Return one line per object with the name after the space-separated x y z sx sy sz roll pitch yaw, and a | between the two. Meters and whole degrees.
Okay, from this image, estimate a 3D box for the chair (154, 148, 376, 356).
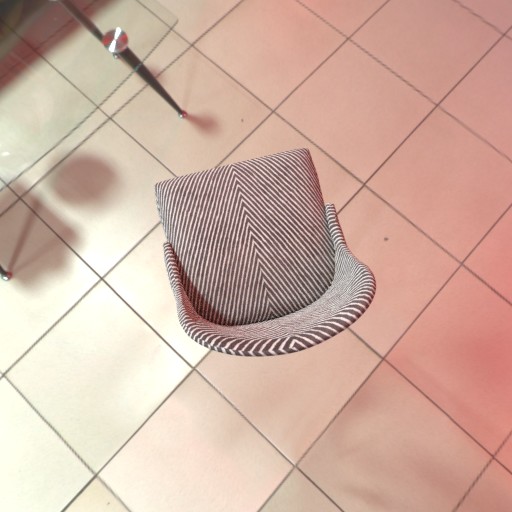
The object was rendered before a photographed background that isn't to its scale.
0.000 0.000 1.273 0.504 0.883 0.591 -14 76 -4 | chair
